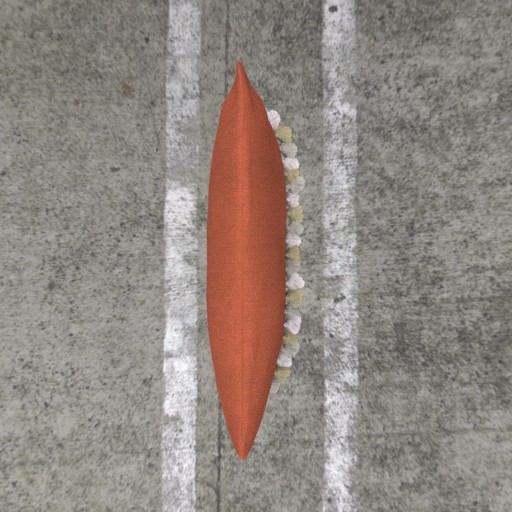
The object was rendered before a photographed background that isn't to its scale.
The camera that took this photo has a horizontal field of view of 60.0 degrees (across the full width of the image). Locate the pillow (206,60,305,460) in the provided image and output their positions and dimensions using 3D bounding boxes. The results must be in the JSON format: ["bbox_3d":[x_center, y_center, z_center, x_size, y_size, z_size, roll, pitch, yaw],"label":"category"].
[{"bbox_3d":[0.000,0.000,0.751,0.165,0.482,0.490,0,90,1],"label":"pillow"}]
